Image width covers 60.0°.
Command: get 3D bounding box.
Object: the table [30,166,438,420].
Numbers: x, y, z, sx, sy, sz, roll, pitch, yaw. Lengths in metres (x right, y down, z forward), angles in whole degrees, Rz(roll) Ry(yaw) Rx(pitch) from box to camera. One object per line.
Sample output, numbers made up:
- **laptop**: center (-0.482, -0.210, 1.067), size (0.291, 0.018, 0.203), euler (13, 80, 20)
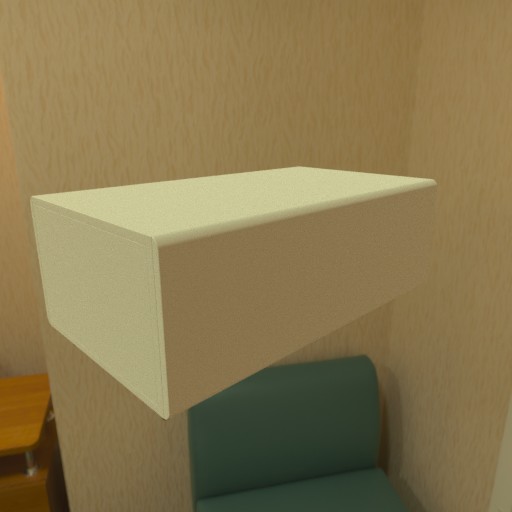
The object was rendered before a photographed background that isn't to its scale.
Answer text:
- **table**: center (0.000, 0.000, 1.411), size (1.097, 0.442, 0.639), euler (-16, 23, -42)
